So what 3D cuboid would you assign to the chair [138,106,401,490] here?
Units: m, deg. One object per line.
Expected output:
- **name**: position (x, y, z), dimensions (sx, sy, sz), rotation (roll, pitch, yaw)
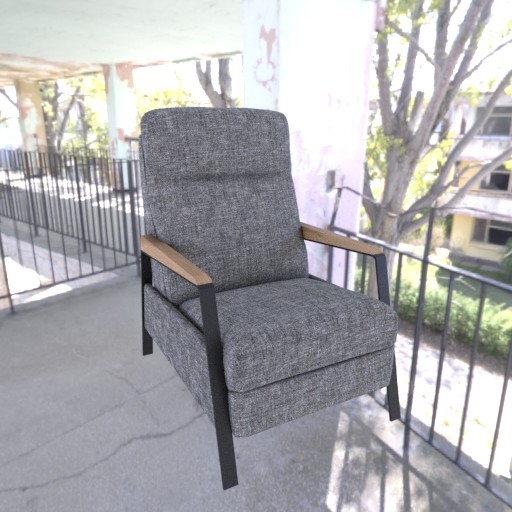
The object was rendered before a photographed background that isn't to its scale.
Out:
- **chair**: position (0.000, 0.000, 1.602), dimensions (0.671, 1.042, 0.868), rotation (-9, 18, -27)
